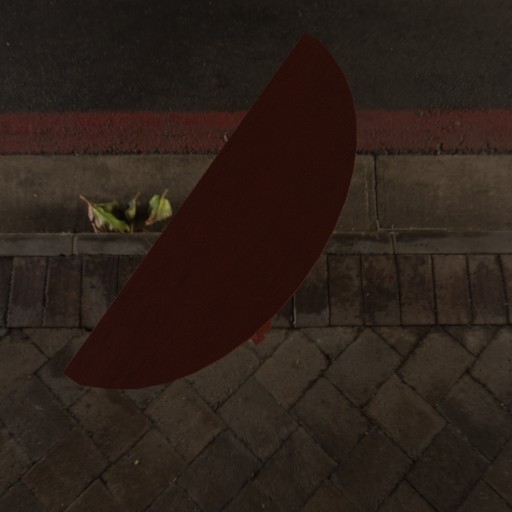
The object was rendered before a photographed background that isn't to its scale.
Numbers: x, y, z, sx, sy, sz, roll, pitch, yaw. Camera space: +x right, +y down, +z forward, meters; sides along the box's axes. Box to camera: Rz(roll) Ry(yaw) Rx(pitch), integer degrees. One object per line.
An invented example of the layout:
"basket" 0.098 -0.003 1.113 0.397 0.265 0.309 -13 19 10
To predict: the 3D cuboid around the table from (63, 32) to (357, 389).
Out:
"table" 0.000 0.000 1.609 0.405 0.779 1.219 31 78 8
